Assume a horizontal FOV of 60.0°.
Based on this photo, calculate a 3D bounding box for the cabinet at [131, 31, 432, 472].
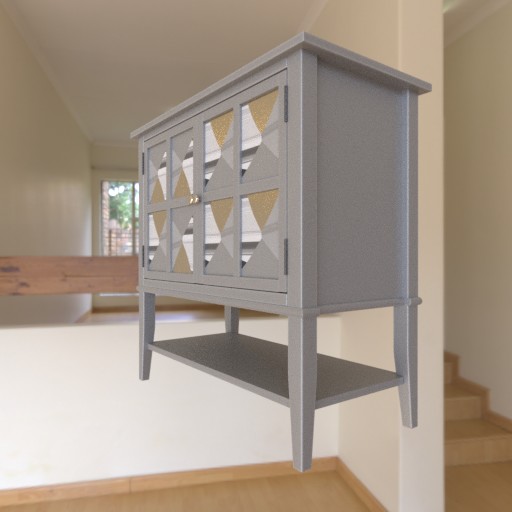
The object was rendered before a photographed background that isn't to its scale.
[{"bbox_3d":[0.000,0.000,1.205,0.396,0.780,0.801,0,0,-37],"label":"cabinet"}]
